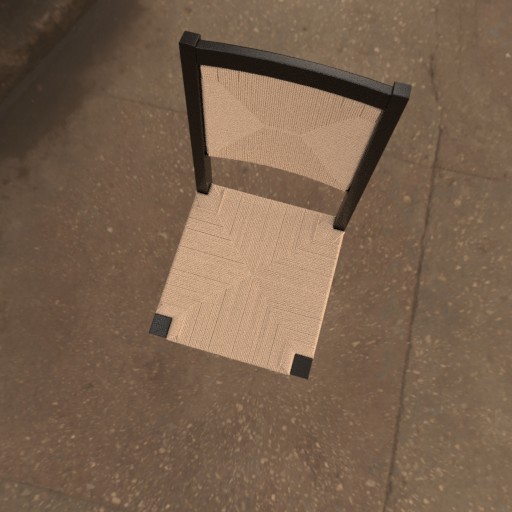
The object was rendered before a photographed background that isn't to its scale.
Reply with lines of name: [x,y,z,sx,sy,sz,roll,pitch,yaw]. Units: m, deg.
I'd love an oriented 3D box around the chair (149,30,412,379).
chair: [0.000,0.000,1.194,0.437,0.927,0.552,15,76,4]
